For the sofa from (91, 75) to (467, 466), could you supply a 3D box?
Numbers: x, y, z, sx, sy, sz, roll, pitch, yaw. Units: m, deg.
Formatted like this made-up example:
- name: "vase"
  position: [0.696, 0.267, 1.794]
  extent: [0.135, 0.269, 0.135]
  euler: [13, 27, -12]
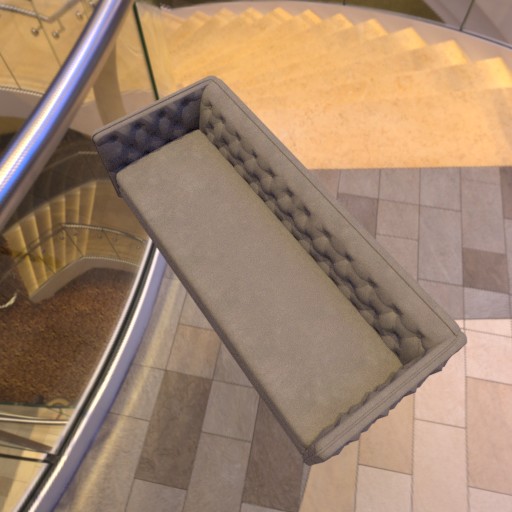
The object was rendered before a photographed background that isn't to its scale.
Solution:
- name: "sofa"
  position: [0.000, 0.000, 2.643]
  extent: [0.895, 0.771, 2.209]
  euler: [-32, 67, -16]
